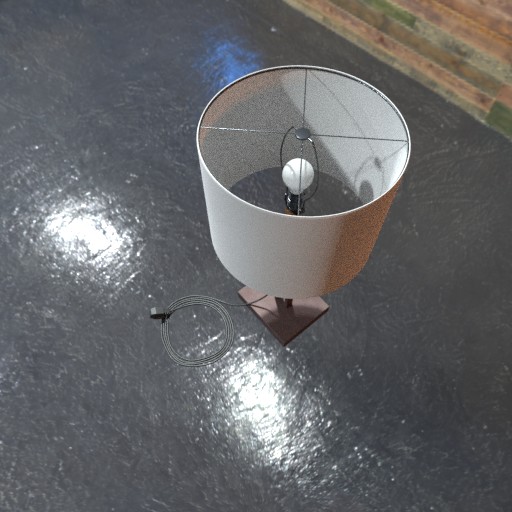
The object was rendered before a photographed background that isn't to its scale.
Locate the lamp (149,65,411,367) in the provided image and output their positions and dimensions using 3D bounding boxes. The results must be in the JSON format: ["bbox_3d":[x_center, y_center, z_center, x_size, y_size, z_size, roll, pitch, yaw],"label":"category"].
[{"bbox_3d":[0.000,0.000,1.005,0.525,0.668,0.396,-35,65,-19],"label":"lamp"}]
